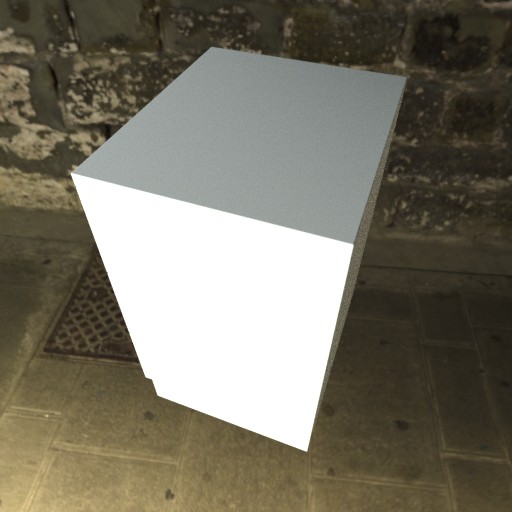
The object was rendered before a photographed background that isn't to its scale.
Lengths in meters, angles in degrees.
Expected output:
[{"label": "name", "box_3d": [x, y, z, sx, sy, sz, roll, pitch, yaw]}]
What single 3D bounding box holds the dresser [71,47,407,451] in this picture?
[{"label": "dresser", "box_3d": [0.000, 0.000, 0.817, 0.360, 0.560, 0.400, 15, 48, 14]}]
